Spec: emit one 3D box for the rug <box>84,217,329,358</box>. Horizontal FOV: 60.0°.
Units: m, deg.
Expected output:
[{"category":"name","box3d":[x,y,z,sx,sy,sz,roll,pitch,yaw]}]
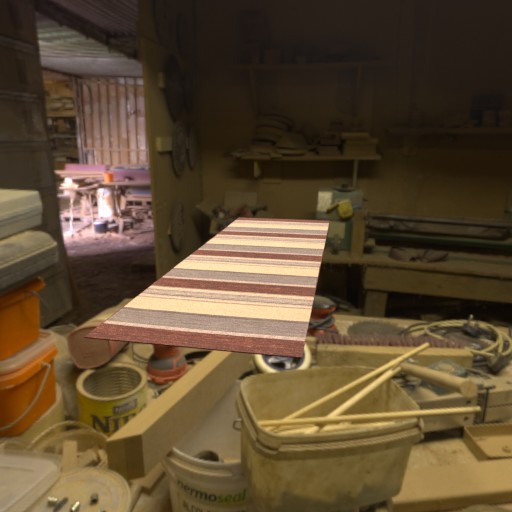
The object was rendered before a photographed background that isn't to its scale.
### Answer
[{"category":"rug","box3d":[0.000,0.000,2.686,0.792,0.006,2.437,3,16,11]}]
